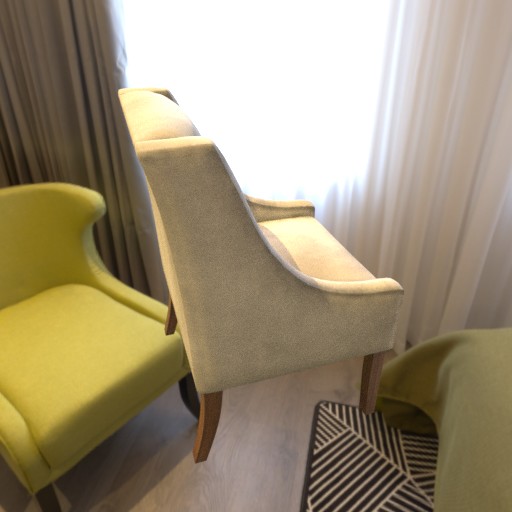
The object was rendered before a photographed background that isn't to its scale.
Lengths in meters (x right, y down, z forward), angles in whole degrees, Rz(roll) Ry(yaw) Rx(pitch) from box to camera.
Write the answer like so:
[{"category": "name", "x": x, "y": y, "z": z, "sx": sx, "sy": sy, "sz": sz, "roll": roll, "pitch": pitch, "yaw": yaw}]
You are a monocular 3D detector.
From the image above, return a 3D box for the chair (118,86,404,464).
[{"category": "chair", "x": 0.000, "y": 0.000, "z": 1.311, "sx": 0.629, "sy": 0.895, "sz": 0.629, "roll": -9, "pitch": 32, "yaw": -16}]
